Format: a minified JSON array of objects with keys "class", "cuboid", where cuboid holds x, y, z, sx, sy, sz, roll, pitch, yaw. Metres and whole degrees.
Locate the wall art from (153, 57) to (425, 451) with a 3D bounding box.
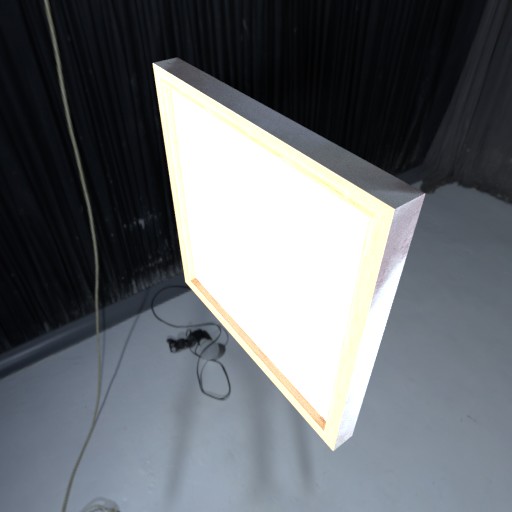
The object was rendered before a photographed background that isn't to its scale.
[{"class":"wall art","cuboid":[0.000,0.000,0.450,0.028,0.303,0.303,-26,48,-26]}]
